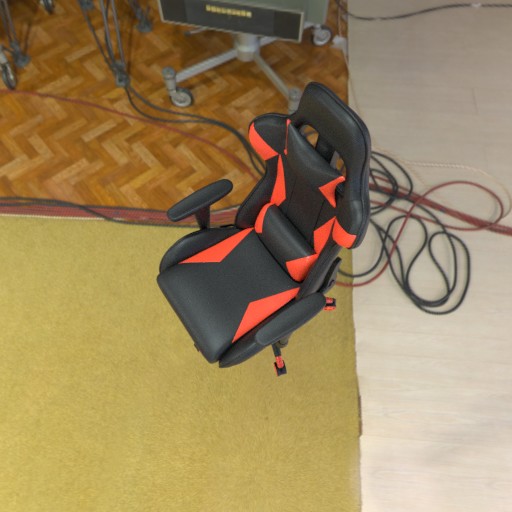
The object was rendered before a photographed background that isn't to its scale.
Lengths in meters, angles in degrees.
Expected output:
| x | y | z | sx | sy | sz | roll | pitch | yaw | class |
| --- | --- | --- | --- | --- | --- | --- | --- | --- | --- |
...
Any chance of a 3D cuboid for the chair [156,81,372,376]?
| x | y | z | sx | sy | sz | roll | pitch | yaw | class |
| --- | --- | --- | --- | --- | --- | --- | --- | --- | --- |
| 0.000 | 0.000 | 1.706 | 0.730 | 1.282 | 0.695 | -32 | 68 | -15 | chair |
